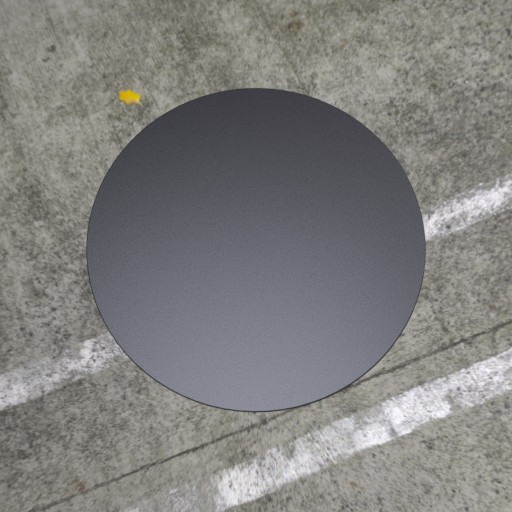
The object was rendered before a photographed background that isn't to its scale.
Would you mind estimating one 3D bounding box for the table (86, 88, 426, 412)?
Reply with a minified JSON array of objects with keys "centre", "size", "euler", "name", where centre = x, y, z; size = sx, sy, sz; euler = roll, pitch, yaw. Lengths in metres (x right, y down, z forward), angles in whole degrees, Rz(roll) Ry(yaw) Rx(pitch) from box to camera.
[{"centre":[0.000,0.000,1.417],"size":[0.914,0.457,0.914],"euler":[0,75,0],"name":"table"}]
